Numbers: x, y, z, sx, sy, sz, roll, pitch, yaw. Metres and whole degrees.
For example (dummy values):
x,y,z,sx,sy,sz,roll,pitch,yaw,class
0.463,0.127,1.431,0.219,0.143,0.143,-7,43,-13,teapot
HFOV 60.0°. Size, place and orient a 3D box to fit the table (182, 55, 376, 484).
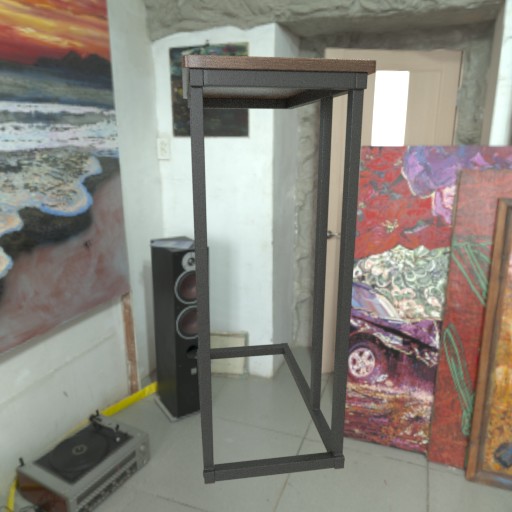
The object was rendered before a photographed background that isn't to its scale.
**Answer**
x,y,z,sx,sy,sz,roll,pitch,yaw,class
0.000,0.000,0.856,0.254,0.637,0.450,-2,15,-9,table
